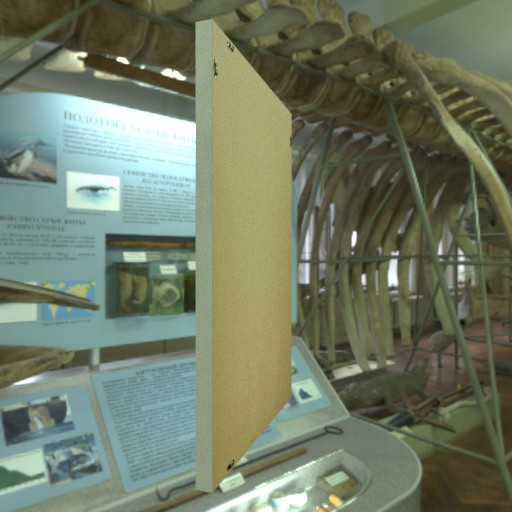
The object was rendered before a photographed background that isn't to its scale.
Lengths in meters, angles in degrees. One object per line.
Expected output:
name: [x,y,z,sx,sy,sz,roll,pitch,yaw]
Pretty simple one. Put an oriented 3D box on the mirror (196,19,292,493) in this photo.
mirror: [0.000,0.000,1.148,0.041,0.915,0.609,0,0,19]
